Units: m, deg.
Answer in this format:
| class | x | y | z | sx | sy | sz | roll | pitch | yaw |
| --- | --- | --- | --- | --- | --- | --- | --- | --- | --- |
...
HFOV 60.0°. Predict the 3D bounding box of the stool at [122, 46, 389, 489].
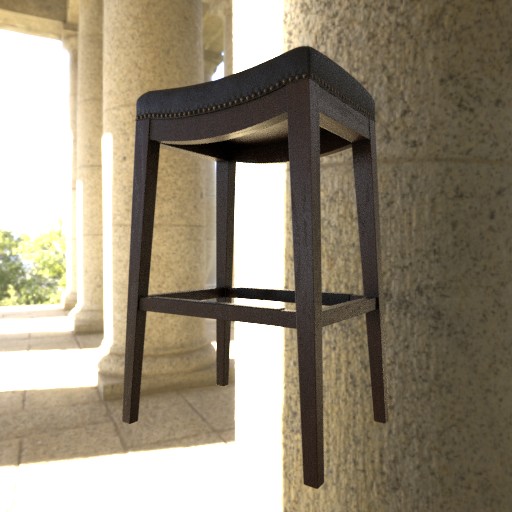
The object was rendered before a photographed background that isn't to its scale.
| class | x | y | z | sx | sy | sz | roll | pitch | yaw |
| --- | --- | --- | --- | --- | --- | --- | --- | --- | --- |
| stool | 0.000 | 0.000 | 1.017 | 0.500 | 0.765 | 0.361 | 1 | 1 | 35 |
